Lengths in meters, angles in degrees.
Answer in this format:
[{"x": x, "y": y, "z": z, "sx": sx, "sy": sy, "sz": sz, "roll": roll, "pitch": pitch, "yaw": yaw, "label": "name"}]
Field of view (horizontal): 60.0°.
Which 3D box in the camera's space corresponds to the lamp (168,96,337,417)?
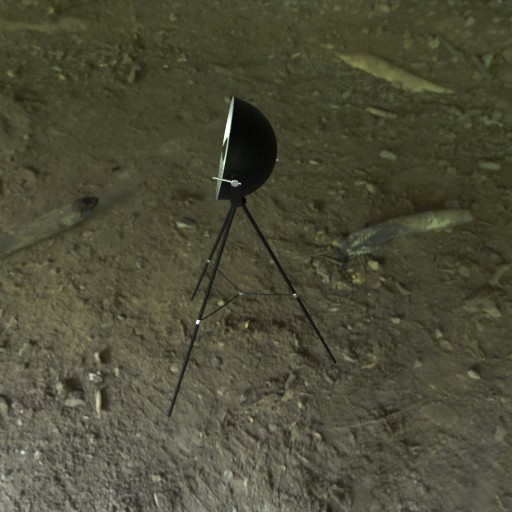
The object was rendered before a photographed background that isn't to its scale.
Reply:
[{"x": 0.000, "y": 0.000, "z": 2.086, "sx": 0.920, "sy": 1.512, "sz": 0.817, "roll": 0, "pitch": 43, "yaw": 0, "label": "lamp"}]
